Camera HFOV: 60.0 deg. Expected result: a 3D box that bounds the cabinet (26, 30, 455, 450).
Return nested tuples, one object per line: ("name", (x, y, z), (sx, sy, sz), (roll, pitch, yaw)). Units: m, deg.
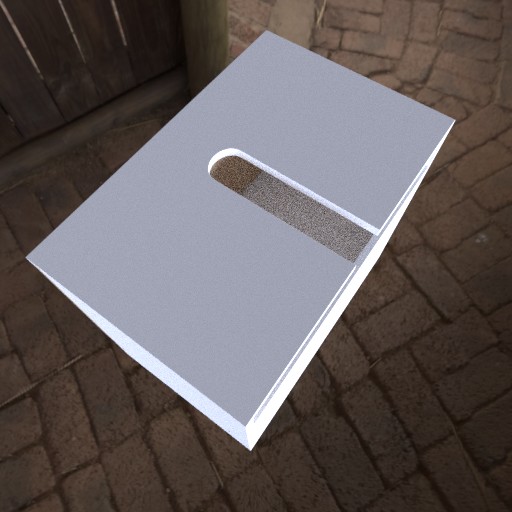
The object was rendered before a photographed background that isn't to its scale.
("cabinet", (0.000, 0.000, 0.926), (0.400, 0.522, 0.600), (33, 68, 15))
